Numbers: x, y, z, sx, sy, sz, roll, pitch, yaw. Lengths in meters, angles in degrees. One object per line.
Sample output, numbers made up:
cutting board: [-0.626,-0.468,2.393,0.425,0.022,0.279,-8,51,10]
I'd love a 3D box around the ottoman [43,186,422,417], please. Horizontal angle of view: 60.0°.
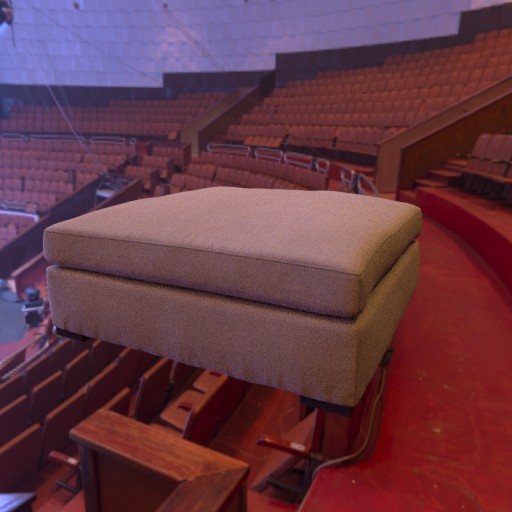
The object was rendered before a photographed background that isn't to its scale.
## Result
ottoman: [0.000,0.000,1.851,1.203,0.517,1.171,8,17,26]
